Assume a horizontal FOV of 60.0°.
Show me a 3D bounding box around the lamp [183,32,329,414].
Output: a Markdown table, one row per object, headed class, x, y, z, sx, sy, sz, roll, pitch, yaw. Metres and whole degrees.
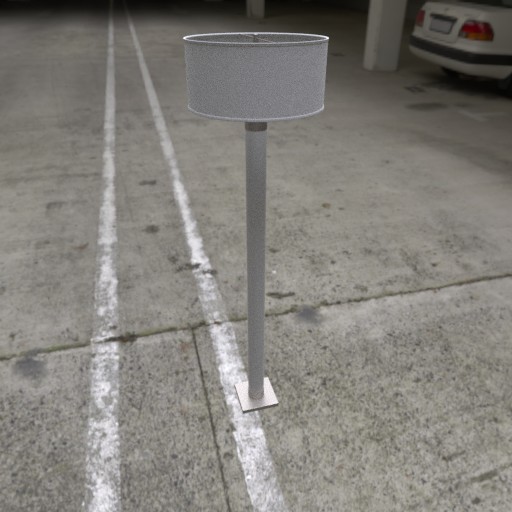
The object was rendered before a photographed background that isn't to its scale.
| class | x | y | z | sx | sy | sz | roll | pitch | yaw |
| --- | --- | --- | --- | --- | --- | --- | --- | --- | --- |
| lamp | 0.000 | 0.000 | 1.644 | 0.420 | 1.475 | 0.420 | -8 | 31 | -13 |
